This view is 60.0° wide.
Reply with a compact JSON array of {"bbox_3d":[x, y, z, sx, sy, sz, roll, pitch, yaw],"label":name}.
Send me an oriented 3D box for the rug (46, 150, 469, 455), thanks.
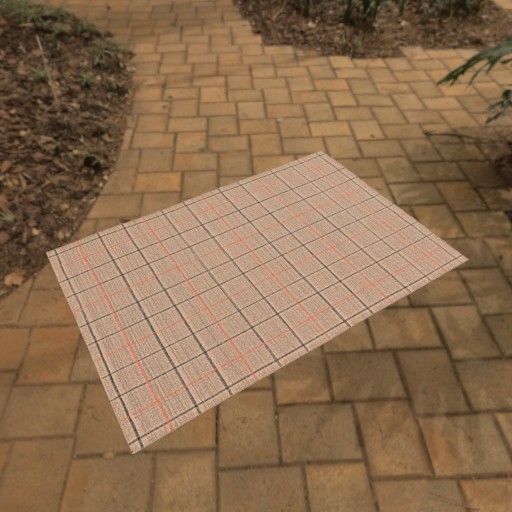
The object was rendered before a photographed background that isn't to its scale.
[{"bbox_3d":[0.000,0.000,2.302,1.829,0.013,1.220,-24,50,-22],"label":"rug"}]
